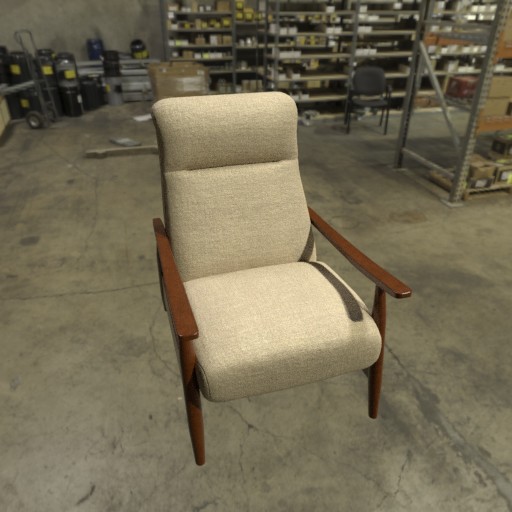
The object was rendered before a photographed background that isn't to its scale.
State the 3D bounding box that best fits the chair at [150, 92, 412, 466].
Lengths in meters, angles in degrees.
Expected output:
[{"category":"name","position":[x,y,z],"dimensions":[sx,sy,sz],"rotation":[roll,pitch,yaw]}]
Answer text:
[{"category":"chair","position":[0.000,0.000,1.795],"dimensions":[0.762,1.082,1.014],"rotation":[-9,32,-14]}]
